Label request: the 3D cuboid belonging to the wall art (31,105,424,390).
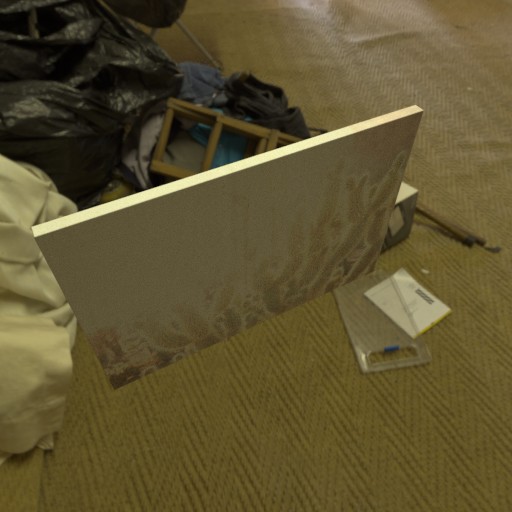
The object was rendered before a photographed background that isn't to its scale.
[{"bbox_3d":[0.000,0.000,1.458,1.142,0.758,0.041,-22,51,-19],"label":"wall art"}]
